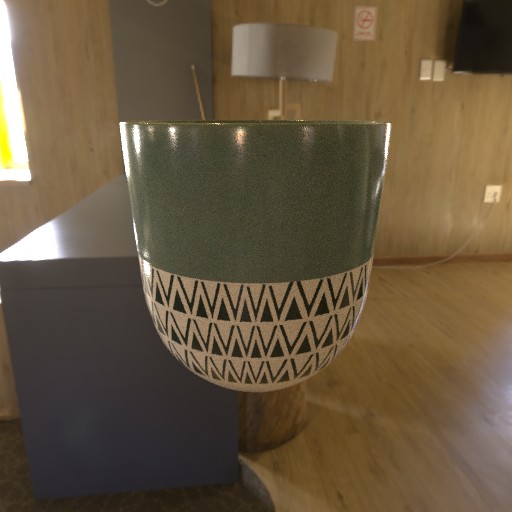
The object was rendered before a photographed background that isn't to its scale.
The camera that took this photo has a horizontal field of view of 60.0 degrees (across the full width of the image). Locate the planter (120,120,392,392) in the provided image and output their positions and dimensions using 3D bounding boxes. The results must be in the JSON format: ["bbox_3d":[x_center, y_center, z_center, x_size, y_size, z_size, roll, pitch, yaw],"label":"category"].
[{"bbox_3d":[0.000,0.000,0.368,0.198,0.214,0.198,0,18,0],"label":"planter"}]
